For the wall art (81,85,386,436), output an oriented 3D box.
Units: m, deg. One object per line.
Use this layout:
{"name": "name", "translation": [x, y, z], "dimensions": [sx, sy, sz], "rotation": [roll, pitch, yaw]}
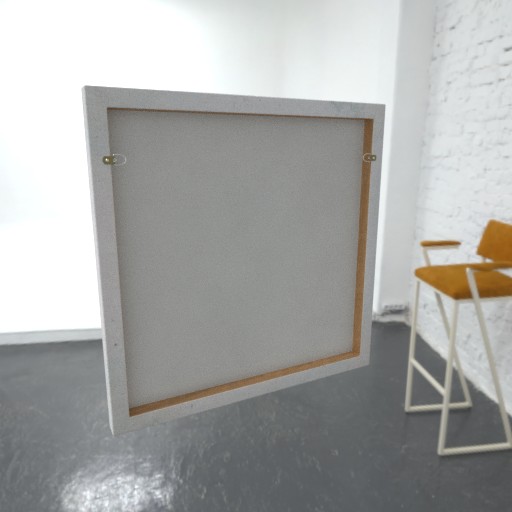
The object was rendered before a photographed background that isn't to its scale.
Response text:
{"name": "wall art", "translation": [0.000, 0.000, 0.900], "dimensions": [0.612, 0.612, 0.040], "rotation": [-7, 15, -27]}
